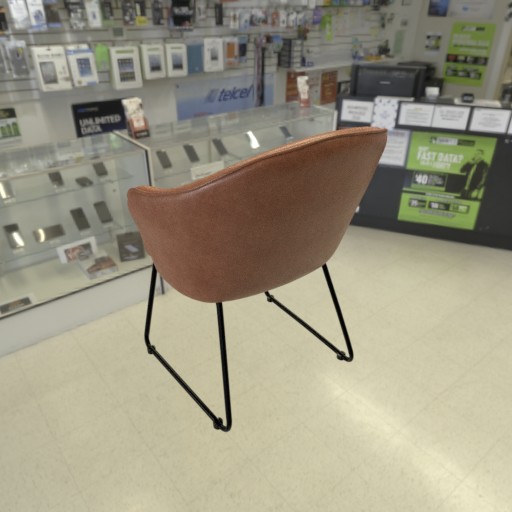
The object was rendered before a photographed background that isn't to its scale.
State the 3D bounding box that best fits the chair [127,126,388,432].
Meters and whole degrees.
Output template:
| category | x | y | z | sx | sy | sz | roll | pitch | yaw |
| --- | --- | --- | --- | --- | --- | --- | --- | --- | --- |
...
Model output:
| category | x | y | z | sx | sy | sz | roll | pitch | yaw |
| --- | --- | --- | --- | --- | --- | --- | --- | --- | --- |
| chair | 0.000 | 0.000 | 1.190 | 0.582 | 0.785 | 0.580 | -20 | 36 | -31 |
